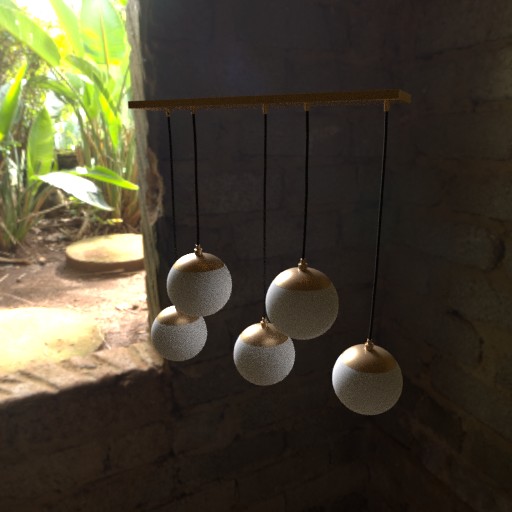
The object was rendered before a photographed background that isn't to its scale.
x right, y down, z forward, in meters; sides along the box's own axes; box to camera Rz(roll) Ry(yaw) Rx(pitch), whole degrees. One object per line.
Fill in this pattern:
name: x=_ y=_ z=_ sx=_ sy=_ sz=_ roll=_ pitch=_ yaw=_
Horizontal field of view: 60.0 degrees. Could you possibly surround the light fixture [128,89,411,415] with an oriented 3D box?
light fixture: x=0.000 y=0.000 z=1.293 sx=0.863 sy=0.869 sz=0.299 roll=8 pitch=17 yaw=26
